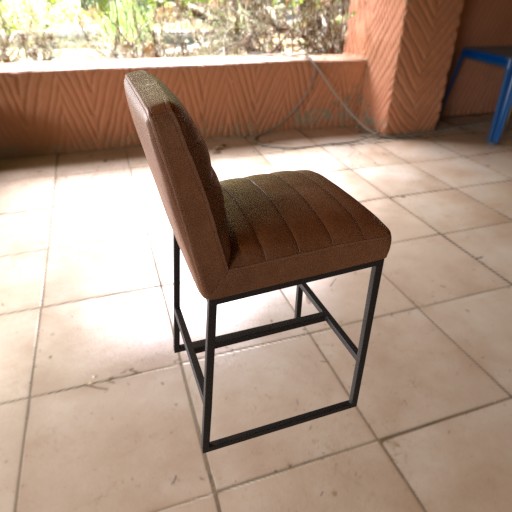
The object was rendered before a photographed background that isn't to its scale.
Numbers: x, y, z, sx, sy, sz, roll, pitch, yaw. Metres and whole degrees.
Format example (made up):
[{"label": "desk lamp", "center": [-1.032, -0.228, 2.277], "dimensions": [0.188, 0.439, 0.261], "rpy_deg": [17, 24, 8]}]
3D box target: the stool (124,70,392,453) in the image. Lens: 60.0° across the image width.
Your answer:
[{"label": "stool", "center": [0.000, 0.000, 1.230], "dimensions": [0.556, 0.940, 0.458], "rpy_deg": [-10, 33, -17]}]
